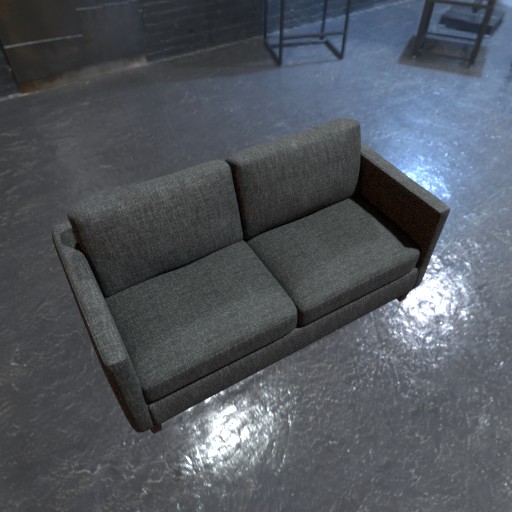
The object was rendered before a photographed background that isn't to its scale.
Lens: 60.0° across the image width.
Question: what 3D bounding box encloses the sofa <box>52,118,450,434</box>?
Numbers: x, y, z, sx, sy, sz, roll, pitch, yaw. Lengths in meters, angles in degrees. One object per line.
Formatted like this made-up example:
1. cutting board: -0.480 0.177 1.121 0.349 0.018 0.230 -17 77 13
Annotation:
1. sofa: 0.000 0.000 2.465 1.884 0.963 0.950 -23 51 -20
